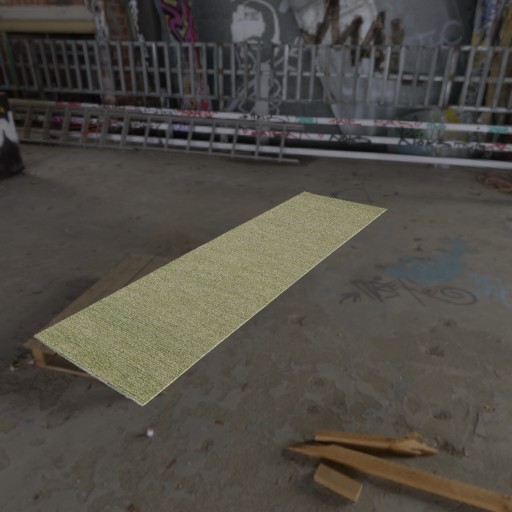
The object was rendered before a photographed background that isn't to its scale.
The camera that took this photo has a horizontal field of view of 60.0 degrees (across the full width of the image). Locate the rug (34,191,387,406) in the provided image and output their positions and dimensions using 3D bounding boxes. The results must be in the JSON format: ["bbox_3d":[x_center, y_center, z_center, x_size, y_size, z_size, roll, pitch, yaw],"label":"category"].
[{"bbox_3d":[0.000,0.000,2.568,0.686,0.013,2.340,18,32,31],"label":"rug"}]
